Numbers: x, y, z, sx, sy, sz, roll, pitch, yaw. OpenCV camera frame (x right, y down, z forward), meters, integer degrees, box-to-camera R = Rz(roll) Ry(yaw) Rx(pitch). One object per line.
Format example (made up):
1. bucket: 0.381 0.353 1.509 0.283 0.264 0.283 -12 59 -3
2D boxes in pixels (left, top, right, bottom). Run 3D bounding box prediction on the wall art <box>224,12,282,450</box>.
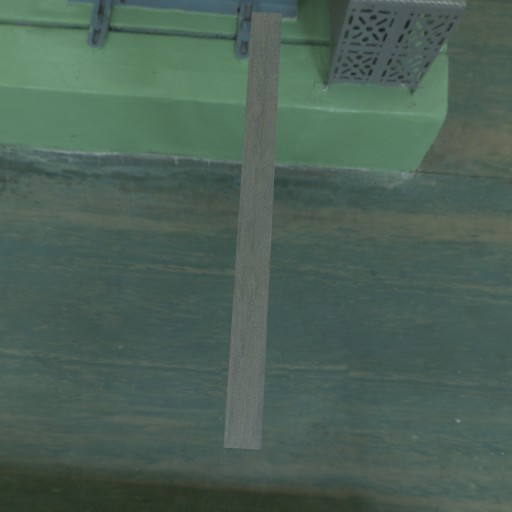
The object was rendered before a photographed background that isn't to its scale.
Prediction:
1. wall art: 0.000 0.000 0.742 0.037 0.507 0.507 3 77 1
